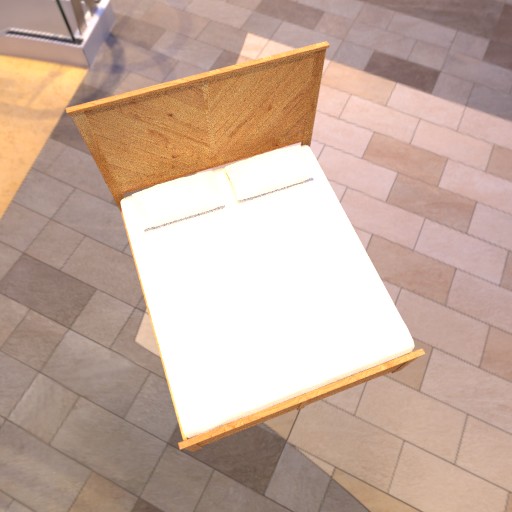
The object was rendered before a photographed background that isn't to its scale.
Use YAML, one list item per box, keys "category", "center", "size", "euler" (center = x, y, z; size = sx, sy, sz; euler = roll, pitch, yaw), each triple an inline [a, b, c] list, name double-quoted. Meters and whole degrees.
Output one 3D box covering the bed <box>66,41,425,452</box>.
- category: "bed"
  center: [0.000, 0.000, 3.960]
  size: [2.225, 1.938, 2.530]
  euler: [-18, 65, -9]
